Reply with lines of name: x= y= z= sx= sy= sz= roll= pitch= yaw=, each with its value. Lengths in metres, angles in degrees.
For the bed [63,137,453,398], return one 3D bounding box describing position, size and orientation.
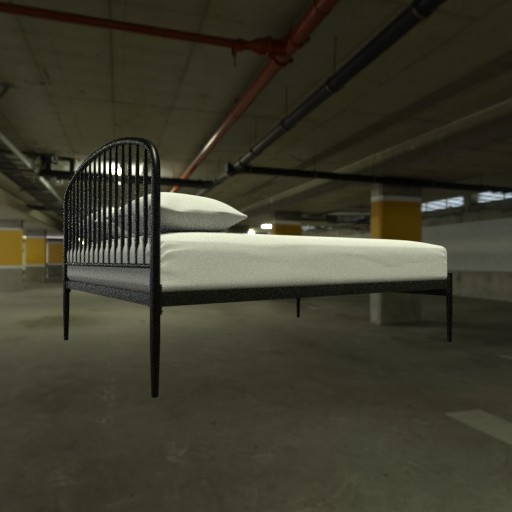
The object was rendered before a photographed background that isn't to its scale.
bed: x=0.000 y=0.000 z=3.054 sx=2.159 sy=1.166 sz=1.618 roll=0 pitch=-1 yaw=-35
